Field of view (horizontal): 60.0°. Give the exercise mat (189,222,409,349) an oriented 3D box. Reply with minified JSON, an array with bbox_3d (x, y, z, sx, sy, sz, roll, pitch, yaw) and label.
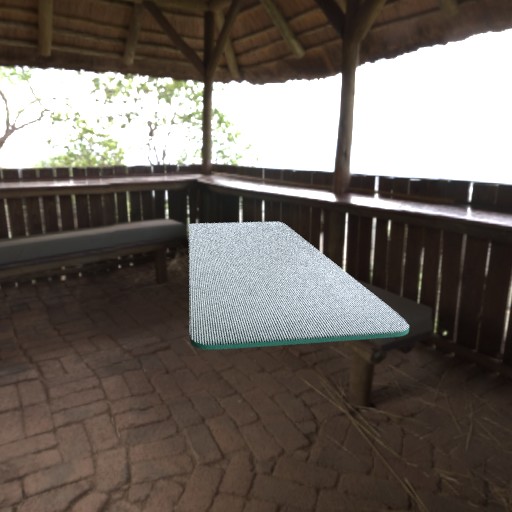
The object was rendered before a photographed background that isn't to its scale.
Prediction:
[{"bbox_3d":[0.000,0.000,2.059,0.616,0.021,1.869,-2,14,-8],"label":"exercise mat"}]
